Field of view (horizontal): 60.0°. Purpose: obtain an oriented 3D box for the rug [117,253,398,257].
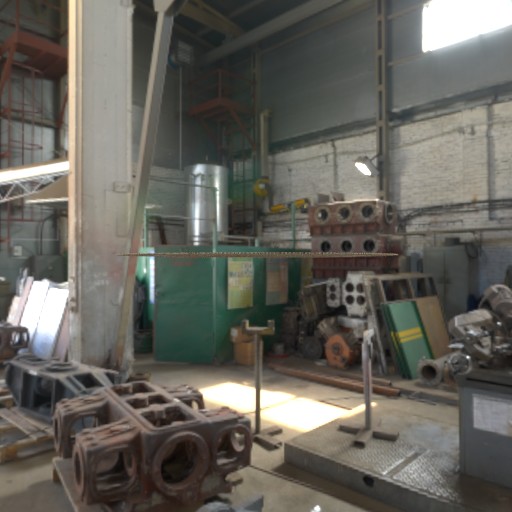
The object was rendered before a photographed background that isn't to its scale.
[{"bbox_3d":[0.000,0.000,2.970,1.520,0.006,2.432,0,-1,-1],"label":"rug"}]
